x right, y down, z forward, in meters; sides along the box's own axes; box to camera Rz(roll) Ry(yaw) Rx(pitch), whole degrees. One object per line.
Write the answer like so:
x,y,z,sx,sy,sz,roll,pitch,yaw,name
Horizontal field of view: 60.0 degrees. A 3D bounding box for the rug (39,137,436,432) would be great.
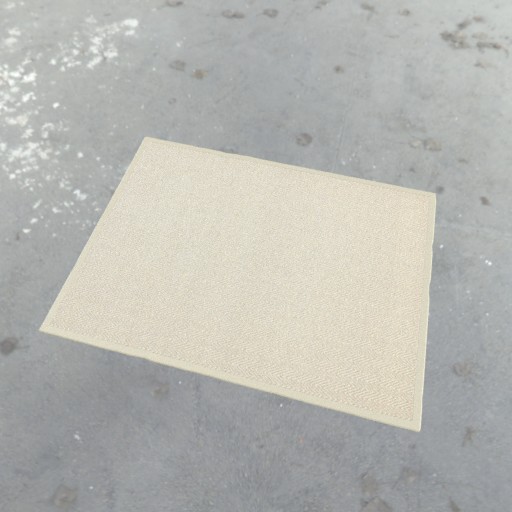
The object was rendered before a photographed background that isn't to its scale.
0.000,0.000,4.756,3.659,0.037,2.734,13,60,8,rug
